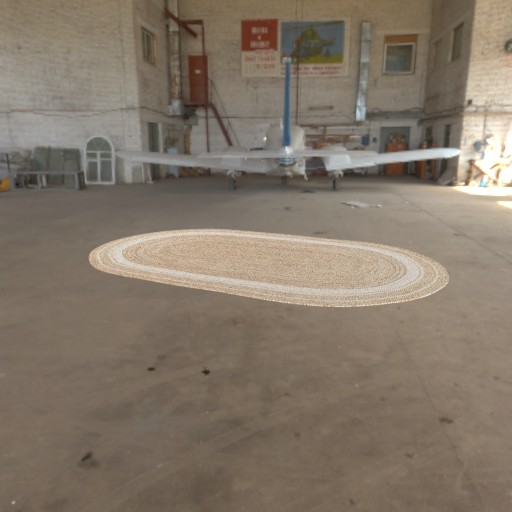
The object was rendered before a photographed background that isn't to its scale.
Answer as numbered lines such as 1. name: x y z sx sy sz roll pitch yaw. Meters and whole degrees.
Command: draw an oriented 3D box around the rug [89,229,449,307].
1. rug: 0.000 0.000 3.031 2.432 0.006 1.520 7 16 25
